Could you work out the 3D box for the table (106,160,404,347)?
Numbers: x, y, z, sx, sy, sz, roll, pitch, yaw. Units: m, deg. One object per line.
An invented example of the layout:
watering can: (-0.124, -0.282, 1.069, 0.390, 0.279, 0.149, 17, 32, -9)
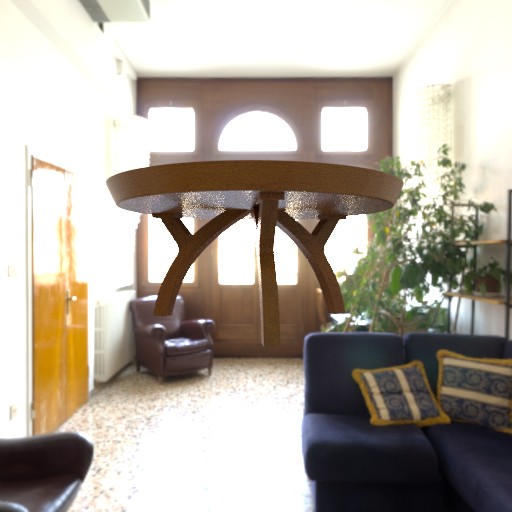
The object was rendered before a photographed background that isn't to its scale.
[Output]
table: (0.000, 0.000, 1.580, 1.016, 0.470, 1.016, 0, 0, 0)
